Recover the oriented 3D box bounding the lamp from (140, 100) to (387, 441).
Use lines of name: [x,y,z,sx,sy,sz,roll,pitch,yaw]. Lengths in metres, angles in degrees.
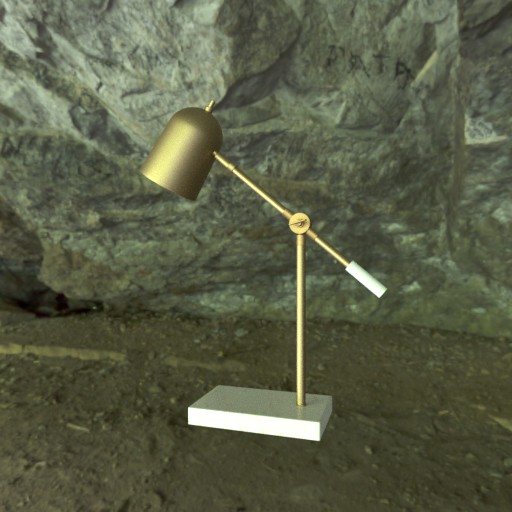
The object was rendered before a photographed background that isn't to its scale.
lamp: [0.000,0.000,0.831,0.471,0.603,0.144,0,0,18]
